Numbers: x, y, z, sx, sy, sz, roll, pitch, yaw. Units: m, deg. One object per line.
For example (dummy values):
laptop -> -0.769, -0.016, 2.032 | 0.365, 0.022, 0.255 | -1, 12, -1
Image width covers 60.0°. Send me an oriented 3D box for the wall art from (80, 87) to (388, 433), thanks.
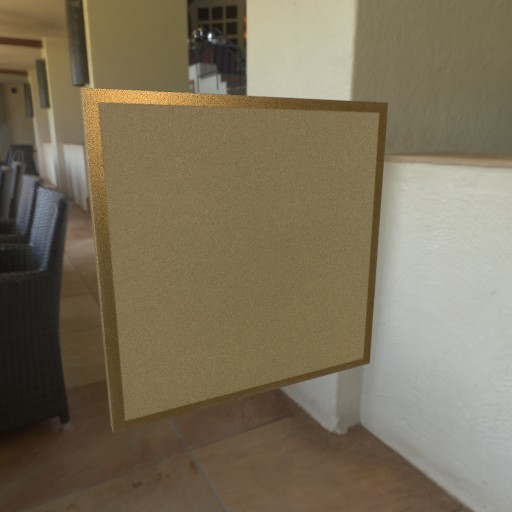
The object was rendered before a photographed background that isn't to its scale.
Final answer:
wall art -> 0.000, 0.000, 1.121 | 0.762, 0.760, 0.037 | -7, 16, -25
